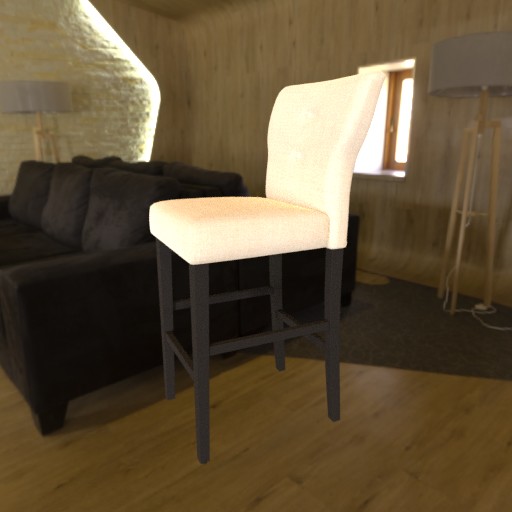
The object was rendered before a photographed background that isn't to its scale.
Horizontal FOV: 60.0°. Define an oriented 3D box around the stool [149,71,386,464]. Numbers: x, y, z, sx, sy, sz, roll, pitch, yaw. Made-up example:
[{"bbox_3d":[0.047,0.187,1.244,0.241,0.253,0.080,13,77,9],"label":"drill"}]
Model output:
[{"bbox_3d":[0.000,0.000,1.463,0.603,1.124,0.516,-7,16,-25],"label":"stool"}]
